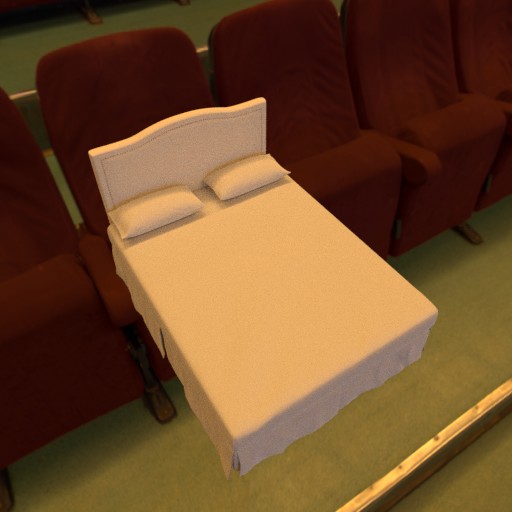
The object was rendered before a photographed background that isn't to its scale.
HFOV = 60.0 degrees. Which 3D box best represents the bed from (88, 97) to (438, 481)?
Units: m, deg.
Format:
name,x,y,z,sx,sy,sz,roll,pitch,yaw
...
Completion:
name,x,y,z,sx,sy,sz,roll,pitch,yaw
bed,0.000,0.000,3.676,1.977,1.437,2.477,-25,52,-22
